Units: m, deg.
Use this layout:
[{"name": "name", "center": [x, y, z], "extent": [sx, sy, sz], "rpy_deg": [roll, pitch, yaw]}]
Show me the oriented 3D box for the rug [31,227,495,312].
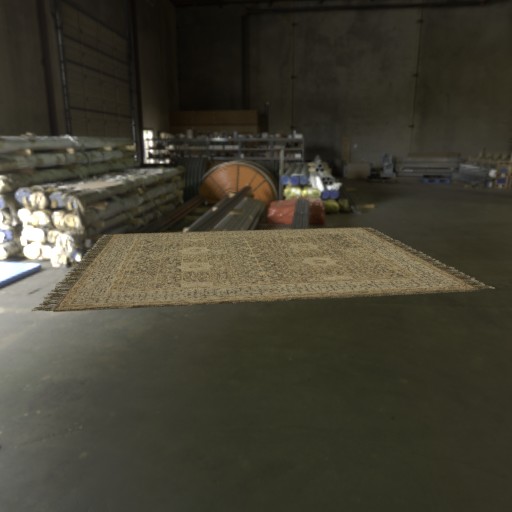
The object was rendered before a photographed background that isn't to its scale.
[{"name": "rug", "center": [0.000, 0.000, 4.248], "extent": [3.291, 0.017, 2.431], "rpy_deg": [-2, 15, -8]}]
